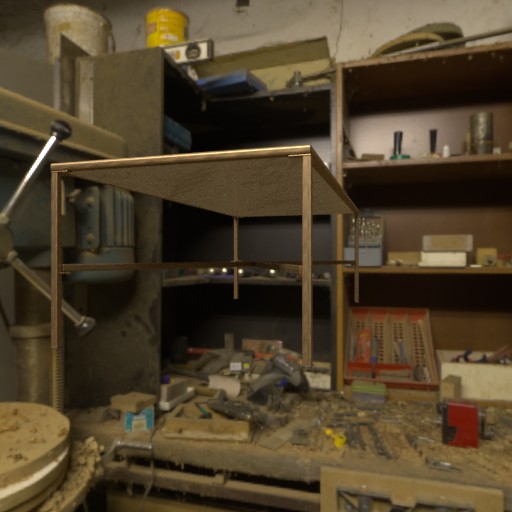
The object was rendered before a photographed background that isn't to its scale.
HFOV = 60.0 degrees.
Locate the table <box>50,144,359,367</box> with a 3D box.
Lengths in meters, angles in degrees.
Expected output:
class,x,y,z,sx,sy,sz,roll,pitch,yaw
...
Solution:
class,x,y,z,sx,sy,sz,roll,pitch,yaw
table,0.000,0.000,1.459,0.577,0.405,1.197,0,0,17
